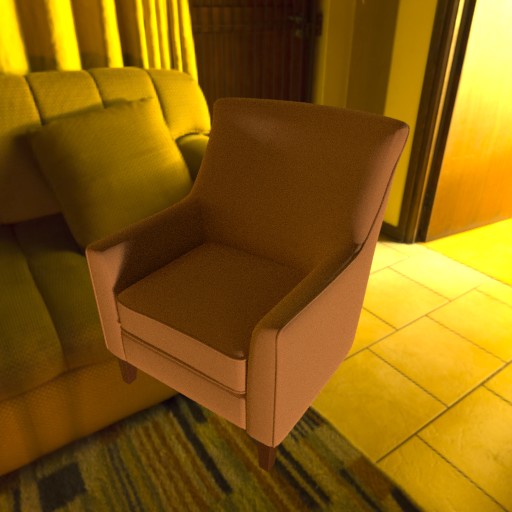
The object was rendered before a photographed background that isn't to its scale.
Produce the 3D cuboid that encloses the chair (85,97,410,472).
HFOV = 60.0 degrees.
[{"bbox_3d":[0.000,0.000,1.563,0.756,0.916,0.879,19,35,30],"label":"chair"}]
